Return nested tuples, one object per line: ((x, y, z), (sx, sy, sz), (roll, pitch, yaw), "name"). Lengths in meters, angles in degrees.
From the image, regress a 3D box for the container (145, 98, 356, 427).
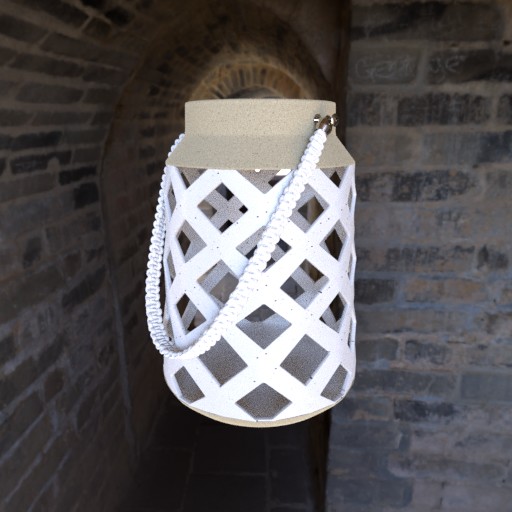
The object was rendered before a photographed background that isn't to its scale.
((0.000, 0.000, 0.404), (0.188, 0.264, 0.198), (15, 22, 41), "container")
